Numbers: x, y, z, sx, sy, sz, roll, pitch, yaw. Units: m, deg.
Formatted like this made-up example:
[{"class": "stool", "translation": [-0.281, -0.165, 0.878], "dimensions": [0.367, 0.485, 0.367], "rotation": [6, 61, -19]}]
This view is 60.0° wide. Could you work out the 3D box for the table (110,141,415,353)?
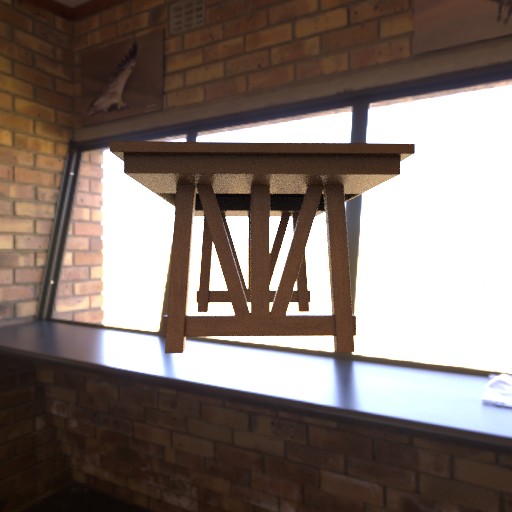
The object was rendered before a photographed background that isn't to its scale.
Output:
[{"class": "table", "translation": [0.000, 0.000, 2.414], "dimensions": [1.016, 0.768, 1.881], "rotation": [0, 0, -2]}]
